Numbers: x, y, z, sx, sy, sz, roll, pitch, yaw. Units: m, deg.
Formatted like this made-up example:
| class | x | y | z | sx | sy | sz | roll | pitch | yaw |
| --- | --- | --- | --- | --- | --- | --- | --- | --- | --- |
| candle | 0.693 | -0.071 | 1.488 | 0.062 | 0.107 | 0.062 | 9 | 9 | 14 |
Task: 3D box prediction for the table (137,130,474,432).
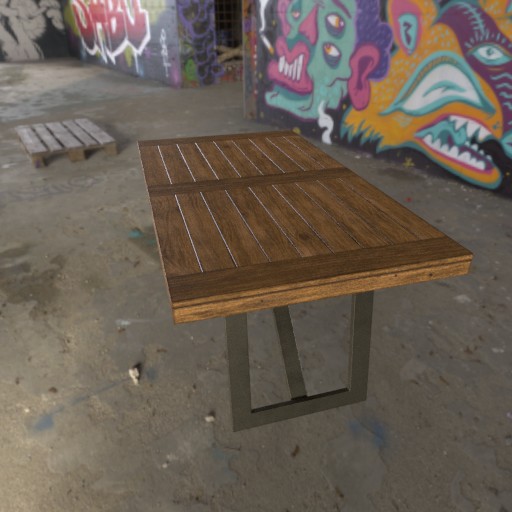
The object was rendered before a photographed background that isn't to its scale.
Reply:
| class | x | y | z | sx | sy | sz | roll | pitch | yaw |
| --- | --- | --- | --- | --- | --- | --- | --- | --- | --- |
| table | 0.000 | 0.000 | 2.132 | 0.931 | 0.757 | 1.641 | -8 | 30 | -14 |
